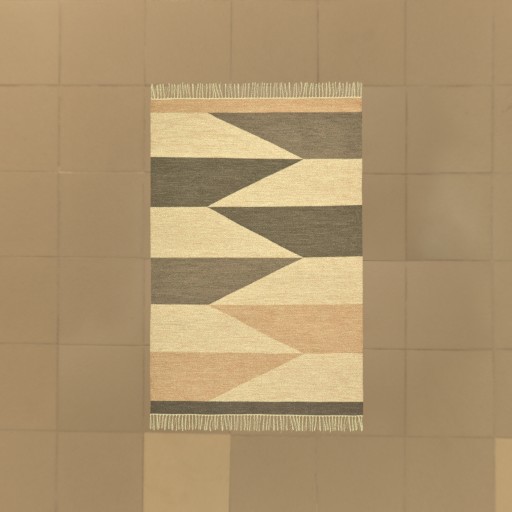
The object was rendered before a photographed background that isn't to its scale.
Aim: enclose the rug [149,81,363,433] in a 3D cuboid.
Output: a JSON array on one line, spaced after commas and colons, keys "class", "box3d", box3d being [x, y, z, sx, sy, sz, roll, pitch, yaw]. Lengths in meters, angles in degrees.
[{"class": "rug", "box3d": [0.000, 0.000, 2.553, 1.224, 0.027, 2.021, 0, 89, 1]}]
